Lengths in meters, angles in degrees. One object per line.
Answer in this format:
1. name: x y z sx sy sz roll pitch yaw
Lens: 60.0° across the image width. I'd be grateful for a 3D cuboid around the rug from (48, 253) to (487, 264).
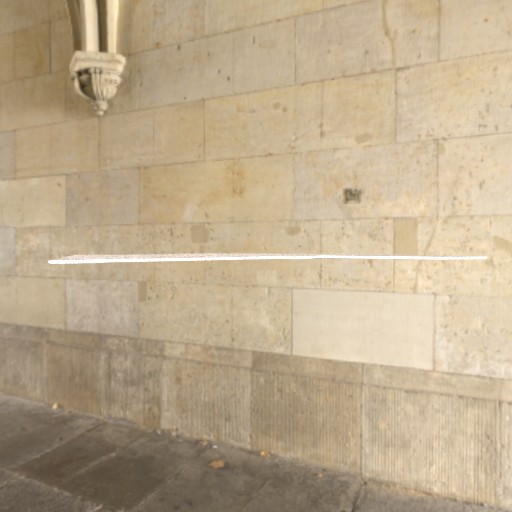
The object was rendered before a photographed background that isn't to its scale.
1. rug: 0.000 0.000 2.276 1.820 0.022 1.179 0 1 -18
